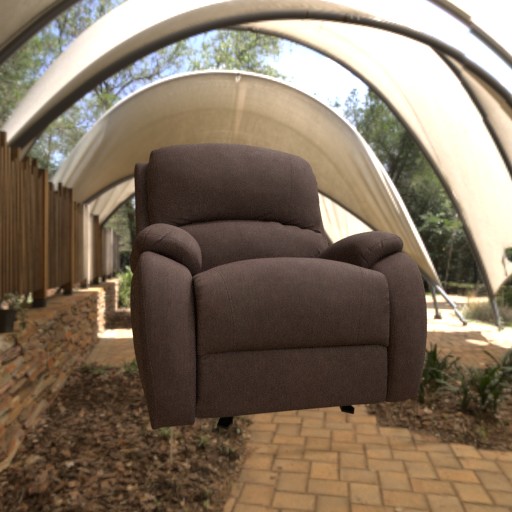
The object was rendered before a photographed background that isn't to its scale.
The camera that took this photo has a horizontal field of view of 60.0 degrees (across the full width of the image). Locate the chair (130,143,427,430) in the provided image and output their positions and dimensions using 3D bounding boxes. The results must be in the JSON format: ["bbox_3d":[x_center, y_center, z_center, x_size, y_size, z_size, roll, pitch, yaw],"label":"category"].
[{"bbox_3d":[0.000,0.000,1.703,0.930,1.011,0.899,0,0,-18],"label":"chair"}]
